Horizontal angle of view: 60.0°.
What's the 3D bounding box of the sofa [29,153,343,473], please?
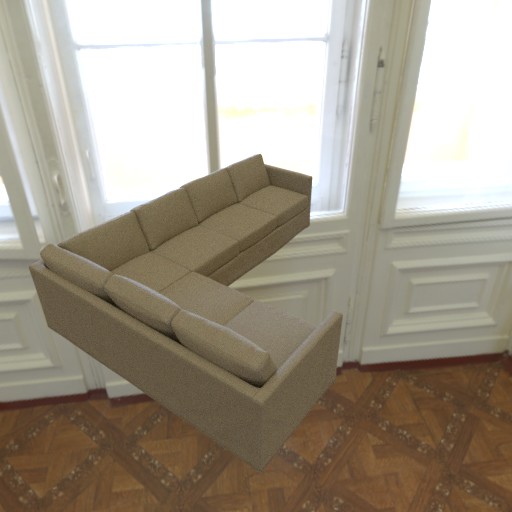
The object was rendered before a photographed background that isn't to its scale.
[{"bbox_3d":[0.000,0.000,4.307,2.432,0.871,3.182,21,37,30],"label":"sofa"}]
